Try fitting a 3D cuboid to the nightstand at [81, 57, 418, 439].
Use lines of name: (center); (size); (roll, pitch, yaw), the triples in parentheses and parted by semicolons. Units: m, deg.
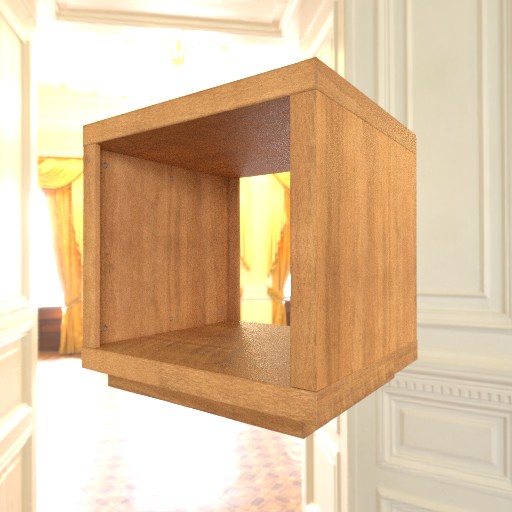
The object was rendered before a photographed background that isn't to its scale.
nightstand: (0.000, 0.000, 0.863); (0.493, 0.491, 0.436); (0, 0, 35)
